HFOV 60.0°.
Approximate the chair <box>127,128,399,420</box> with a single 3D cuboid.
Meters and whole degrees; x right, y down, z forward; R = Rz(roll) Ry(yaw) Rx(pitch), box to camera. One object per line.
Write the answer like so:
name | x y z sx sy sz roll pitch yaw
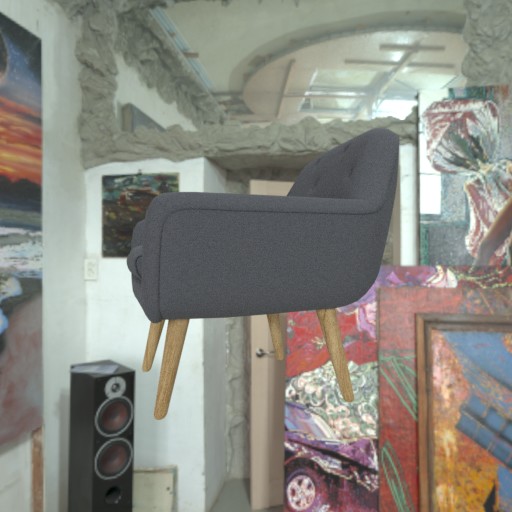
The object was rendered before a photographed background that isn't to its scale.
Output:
chair | 0.000 0.000 1.411 0.779 0.800 0.770 0 0 -18
